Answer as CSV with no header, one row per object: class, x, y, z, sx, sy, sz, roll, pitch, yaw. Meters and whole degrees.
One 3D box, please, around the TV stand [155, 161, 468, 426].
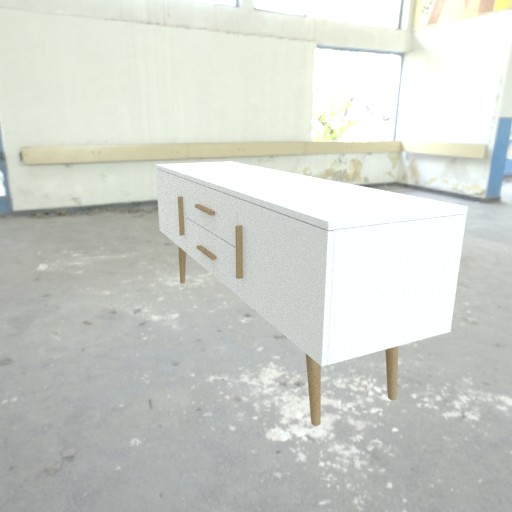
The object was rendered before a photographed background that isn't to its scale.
TV stand,0.000,0.000,1.611,0.401,0.560,1.398,-8,18,-25
